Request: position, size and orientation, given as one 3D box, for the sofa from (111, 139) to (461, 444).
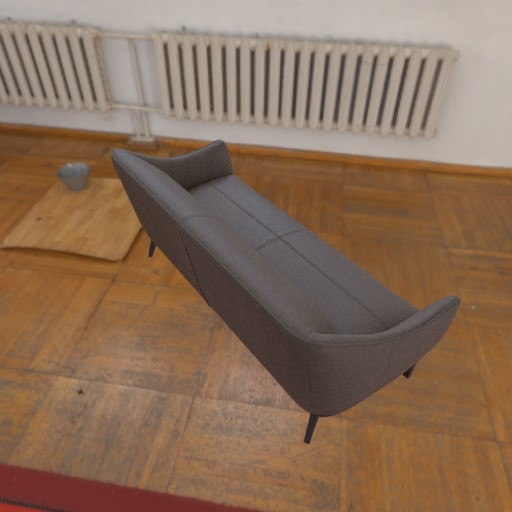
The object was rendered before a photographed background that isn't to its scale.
[{"bbox_3d":[0.000,0.000,2.439,0.869,0.831,1.928,-25,46,-27],"label":"sofa"}]
